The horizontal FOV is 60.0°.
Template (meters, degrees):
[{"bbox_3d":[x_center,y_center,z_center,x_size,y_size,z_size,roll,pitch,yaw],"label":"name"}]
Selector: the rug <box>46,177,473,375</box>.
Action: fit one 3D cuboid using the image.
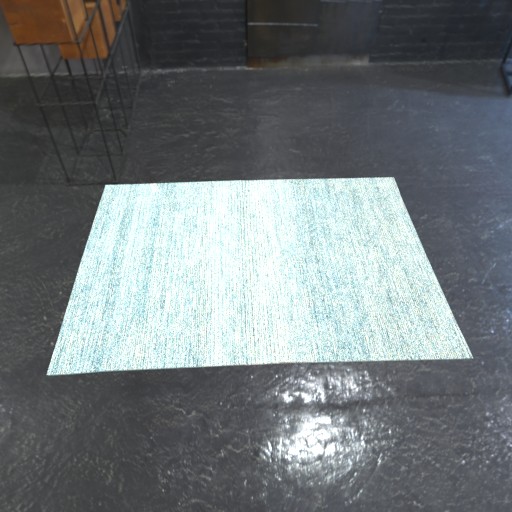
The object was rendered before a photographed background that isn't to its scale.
[{"bbox_3d":[0.000,0.000,2.887,2.260,0.026,1.611,-2,47,-2],"label":"rug"}]
